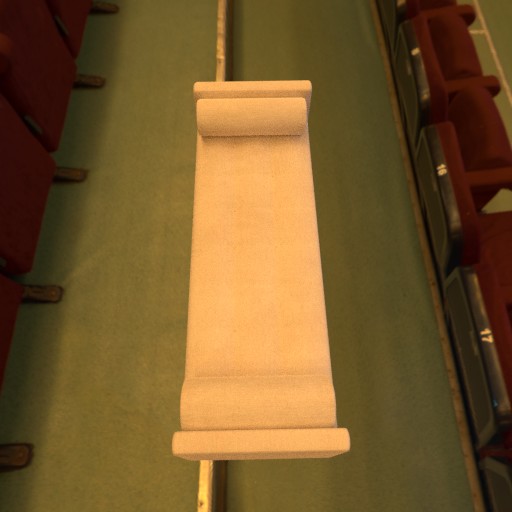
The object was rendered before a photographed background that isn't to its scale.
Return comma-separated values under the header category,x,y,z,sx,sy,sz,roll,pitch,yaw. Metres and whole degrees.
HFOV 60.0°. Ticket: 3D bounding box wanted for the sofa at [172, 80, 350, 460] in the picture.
category,x,y,z,sx,sy,sz,roll,pitch,yaw
sofa,0.000,0.000,2.389,0.686,0.635,1.981,-1,63,-1
